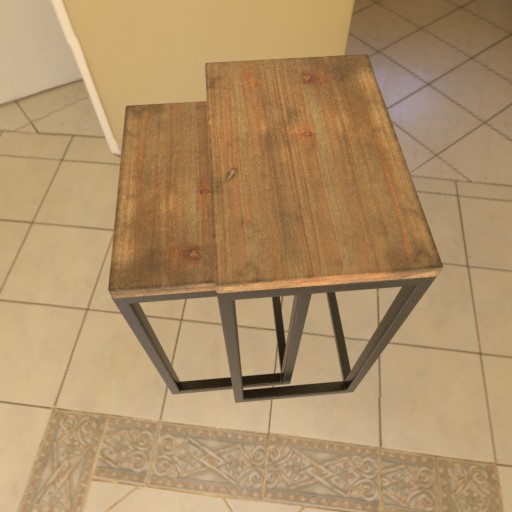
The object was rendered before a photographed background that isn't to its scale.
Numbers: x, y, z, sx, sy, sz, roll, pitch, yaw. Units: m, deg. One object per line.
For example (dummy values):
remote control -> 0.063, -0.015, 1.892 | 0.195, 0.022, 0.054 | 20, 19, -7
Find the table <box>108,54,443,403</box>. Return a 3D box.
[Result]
table -> 0.000, 0.000, 0.933 | 0.460, 0.615, 0.456 | -2, 59, -1
